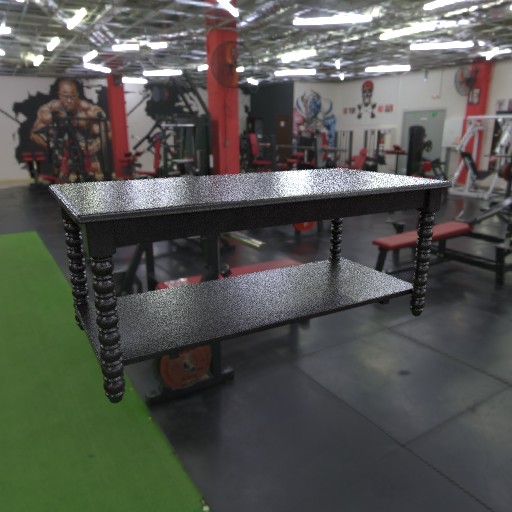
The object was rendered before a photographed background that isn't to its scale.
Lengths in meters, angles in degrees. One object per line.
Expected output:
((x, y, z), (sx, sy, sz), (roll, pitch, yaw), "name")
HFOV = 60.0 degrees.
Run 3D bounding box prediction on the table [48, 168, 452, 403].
((0.000, 0.000, 1.489), (1.171, 0.487, 0.580), (-9, 19, -28), "table")
